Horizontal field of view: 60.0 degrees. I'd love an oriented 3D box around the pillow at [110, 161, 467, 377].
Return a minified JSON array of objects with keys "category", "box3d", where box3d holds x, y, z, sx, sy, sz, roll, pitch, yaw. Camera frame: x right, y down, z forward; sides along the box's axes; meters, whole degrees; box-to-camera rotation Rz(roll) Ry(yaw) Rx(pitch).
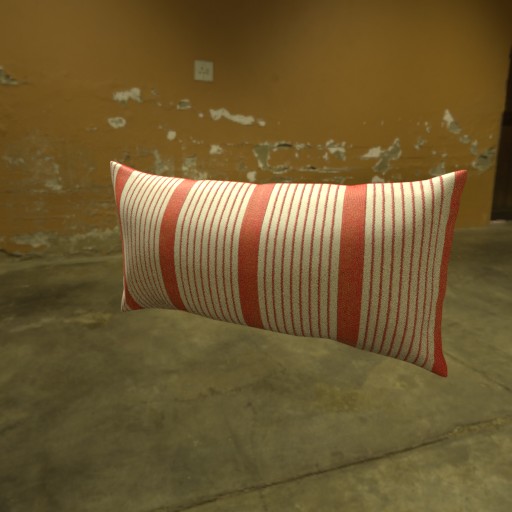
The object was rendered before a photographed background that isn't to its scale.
[{"category":"pillow","box3d":[0.000,0.000,0.728,0.608,0.297,0.151,7,15,25]}]
